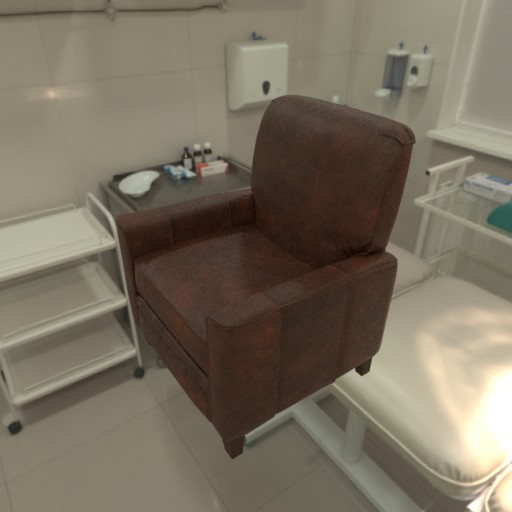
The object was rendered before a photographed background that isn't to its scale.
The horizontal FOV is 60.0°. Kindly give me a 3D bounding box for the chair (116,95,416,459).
[{"bbox_3d":[0.000,0.000,1.717,0.836,1.043,0.843,-20,37,-30],"label":"chair"}]
